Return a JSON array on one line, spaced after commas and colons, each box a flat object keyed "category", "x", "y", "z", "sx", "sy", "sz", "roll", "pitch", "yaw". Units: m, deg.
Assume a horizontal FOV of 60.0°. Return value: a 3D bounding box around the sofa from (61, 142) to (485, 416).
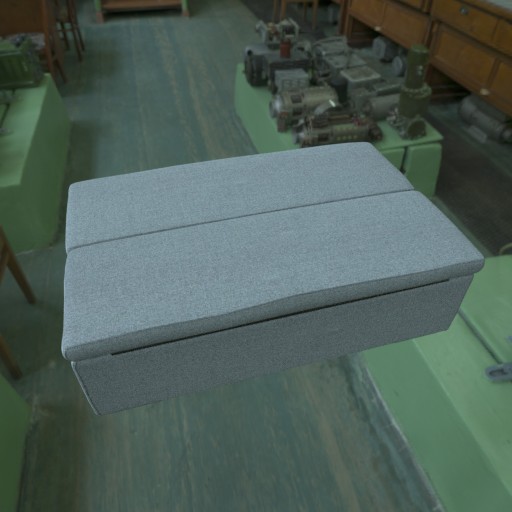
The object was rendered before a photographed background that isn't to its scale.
[{"category": "sofa", "x": 0.000, "y": 0.000, "z": 1.630, "sx": 1.250, "sy": 0.434, "sz": 0.817, "roll": -11, "pitch": 43, "yaw": -12}]
